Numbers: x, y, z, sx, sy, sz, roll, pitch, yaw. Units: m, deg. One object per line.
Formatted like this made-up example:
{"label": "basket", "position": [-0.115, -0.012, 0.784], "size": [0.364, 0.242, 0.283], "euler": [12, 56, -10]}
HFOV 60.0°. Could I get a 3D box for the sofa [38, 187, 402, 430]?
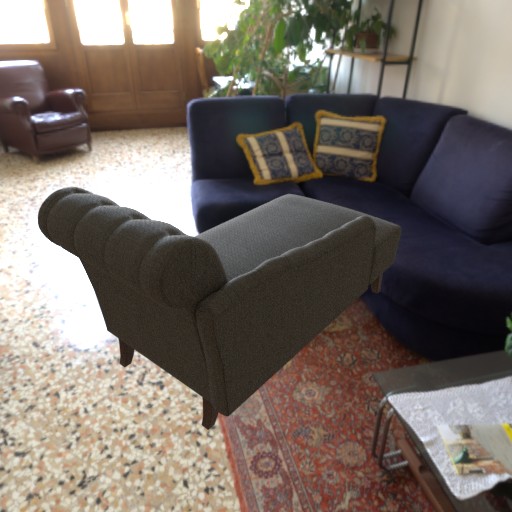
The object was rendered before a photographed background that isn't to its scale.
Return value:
{"label": "sofa", "position": [0.000, 0.000, 1.801], "size": [0.675, 0.787, 1.379], "euler": [22, 36, 34]}
